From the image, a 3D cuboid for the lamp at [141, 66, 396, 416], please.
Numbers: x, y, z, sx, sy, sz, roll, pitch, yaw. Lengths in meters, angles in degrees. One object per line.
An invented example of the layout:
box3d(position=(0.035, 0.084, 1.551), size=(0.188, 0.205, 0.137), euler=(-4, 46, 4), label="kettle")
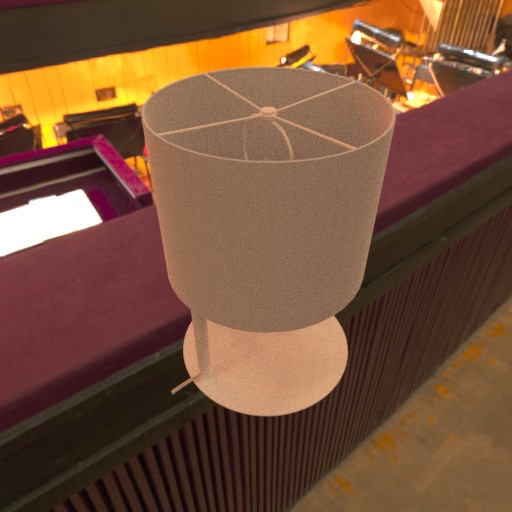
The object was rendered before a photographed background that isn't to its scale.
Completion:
box3d(position=(0.000, 0.000, 0.668), size=(0.341, 0.454, 0.299), euler=(-25, 45, -27), label="lamp")
